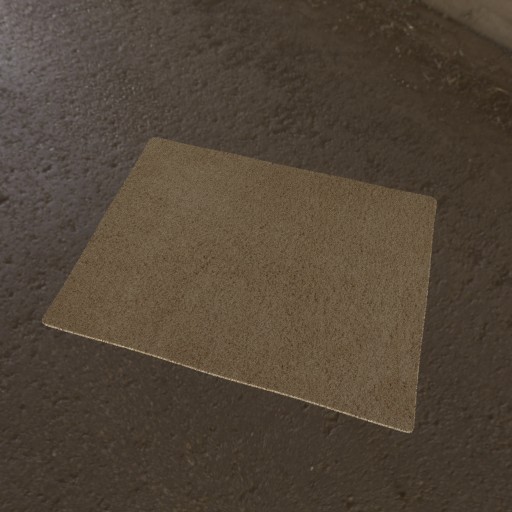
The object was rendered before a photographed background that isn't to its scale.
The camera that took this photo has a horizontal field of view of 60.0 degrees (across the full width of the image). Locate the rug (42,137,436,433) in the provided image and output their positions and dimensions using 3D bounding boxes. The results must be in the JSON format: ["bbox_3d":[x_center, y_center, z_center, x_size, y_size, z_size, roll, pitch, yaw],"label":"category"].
[{"bbox_3d":[0.000,0.000,2.115,1.600,0.025,1.199,14,59,9],"label":"rug"}]
